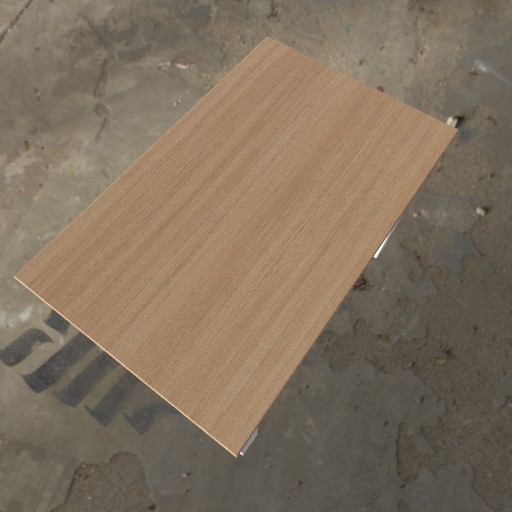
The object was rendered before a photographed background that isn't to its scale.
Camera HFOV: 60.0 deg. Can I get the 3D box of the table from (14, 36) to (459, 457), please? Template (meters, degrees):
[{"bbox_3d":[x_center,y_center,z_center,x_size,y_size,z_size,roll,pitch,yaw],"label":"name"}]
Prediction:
[{"bbox_3d":[0.000,0.000,1.544,0.700,0.734,1.100,33,68,15],"label":"table"}]
